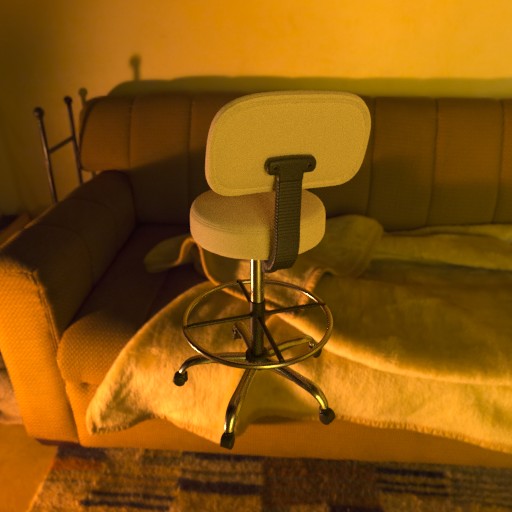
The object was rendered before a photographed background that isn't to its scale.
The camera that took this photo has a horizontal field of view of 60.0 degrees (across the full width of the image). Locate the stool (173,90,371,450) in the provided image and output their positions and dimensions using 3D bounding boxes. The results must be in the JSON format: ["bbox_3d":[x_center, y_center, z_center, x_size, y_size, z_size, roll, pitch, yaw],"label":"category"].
[{"bbox_3d":[0.000,0.000,1.446,0.609,1.080,0.616,-8,28,-15],"label":"stool"}]
